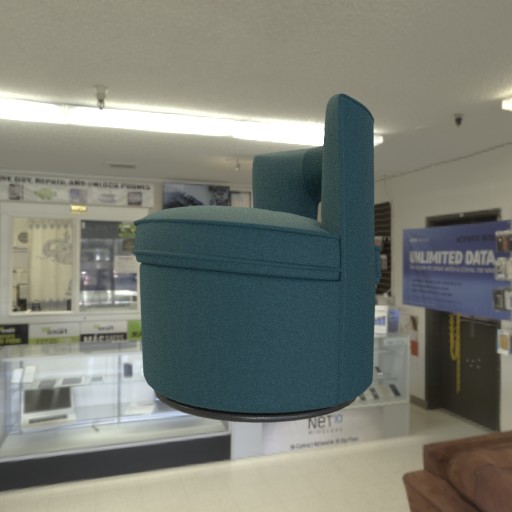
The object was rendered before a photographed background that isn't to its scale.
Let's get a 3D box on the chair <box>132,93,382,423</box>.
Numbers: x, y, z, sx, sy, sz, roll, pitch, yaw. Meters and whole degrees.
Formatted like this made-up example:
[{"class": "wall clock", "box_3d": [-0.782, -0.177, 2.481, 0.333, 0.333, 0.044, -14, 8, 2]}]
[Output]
[{"class": "chair", "box_3d": [0.000, 0.000, 1.226, 0.660, 0.711, 0.684, 0, 0, -17]}]
